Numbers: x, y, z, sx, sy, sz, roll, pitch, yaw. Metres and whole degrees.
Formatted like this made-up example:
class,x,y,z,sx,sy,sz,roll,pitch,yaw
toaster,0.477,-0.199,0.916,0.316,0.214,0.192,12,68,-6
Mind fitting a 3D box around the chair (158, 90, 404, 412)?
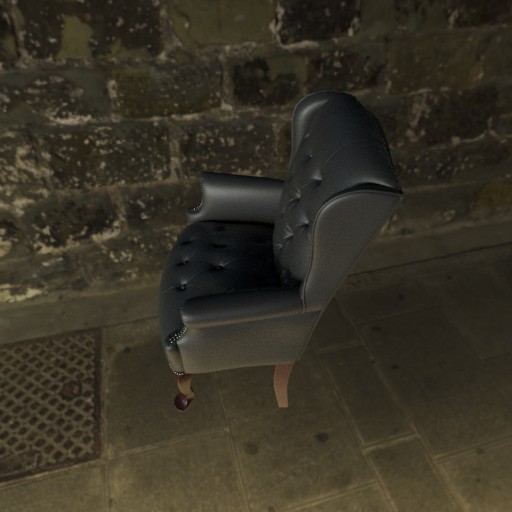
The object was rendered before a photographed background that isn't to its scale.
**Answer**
class,x,y,z,sx,sy,sz,roll,pitch,yaw
chair,0.000,0.000,1.684,0.762,1.111,0.838,-1,41,-1
